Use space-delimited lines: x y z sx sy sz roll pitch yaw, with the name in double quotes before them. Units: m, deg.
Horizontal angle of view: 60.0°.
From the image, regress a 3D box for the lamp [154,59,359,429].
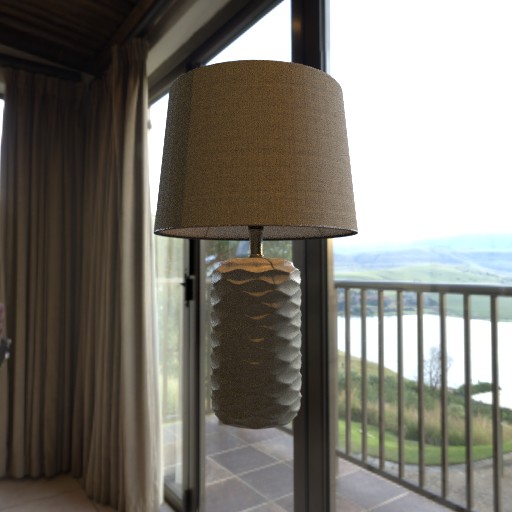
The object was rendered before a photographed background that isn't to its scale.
"lamp" 0.000 0.000 0.832 0.376 0.594 0.376 0 -2 0
